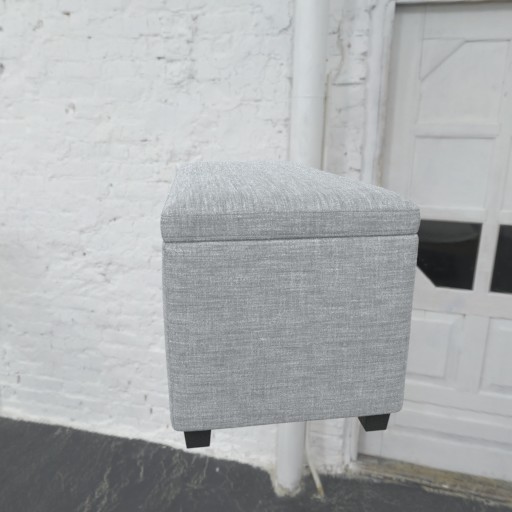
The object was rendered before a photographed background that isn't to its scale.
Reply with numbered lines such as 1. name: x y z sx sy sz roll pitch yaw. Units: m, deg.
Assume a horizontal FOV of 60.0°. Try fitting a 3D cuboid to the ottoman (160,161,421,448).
1. ottoman: 0.000 0.000 1.117 0.419 0.432 0.902 -2 16 -8
